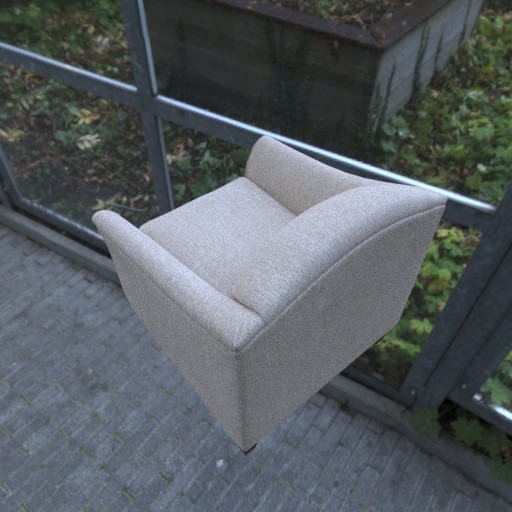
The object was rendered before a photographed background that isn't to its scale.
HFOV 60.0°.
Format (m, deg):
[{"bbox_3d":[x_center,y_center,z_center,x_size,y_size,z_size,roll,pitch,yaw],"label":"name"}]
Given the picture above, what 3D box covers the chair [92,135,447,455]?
[{"bbox_3d":[0.000,0.000,1.481,0.763,0.839,0.787,-31,54,-26],"label":"chair"}]
